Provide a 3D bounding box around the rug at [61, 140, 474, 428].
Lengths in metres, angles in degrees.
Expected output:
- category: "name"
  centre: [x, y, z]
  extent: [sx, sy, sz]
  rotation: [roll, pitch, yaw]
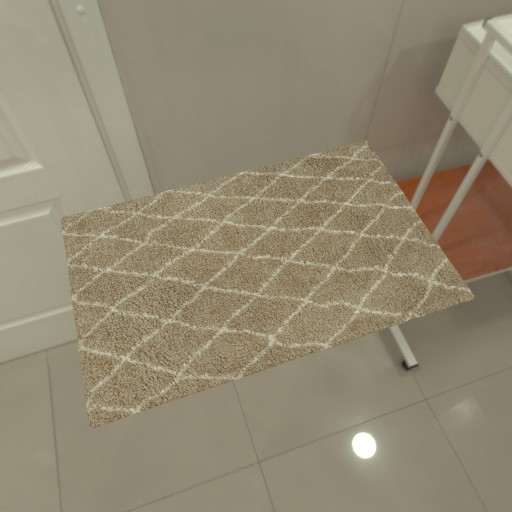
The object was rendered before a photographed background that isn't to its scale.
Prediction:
- category: "rug"
  centre: [0.000, 0.000, 3.007]
  extent: [2.438, 0.030, 1.524]
  rotation: [-16, 59, -10]
